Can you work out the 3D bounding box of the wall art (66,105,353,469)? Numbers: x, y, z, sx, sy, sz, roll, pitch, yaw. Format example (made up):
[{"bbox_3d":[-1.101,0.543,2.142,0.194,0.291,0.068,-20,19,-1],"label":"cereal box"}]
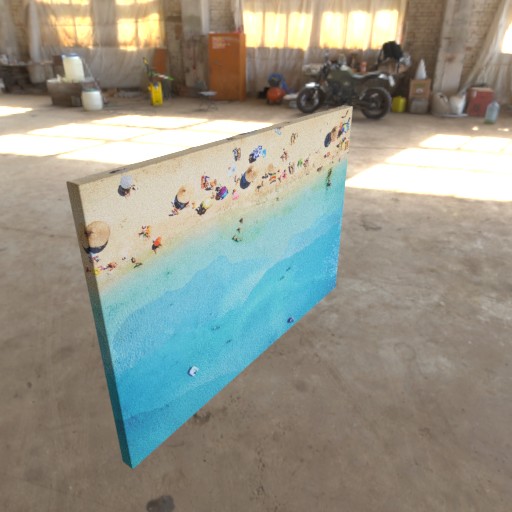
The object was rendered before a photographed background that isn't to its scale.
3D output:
[{"bbox_3d":[0.000,0.000,1.394,0.040,0.769,1.136,19,33,32],"label":"wall art"}]
